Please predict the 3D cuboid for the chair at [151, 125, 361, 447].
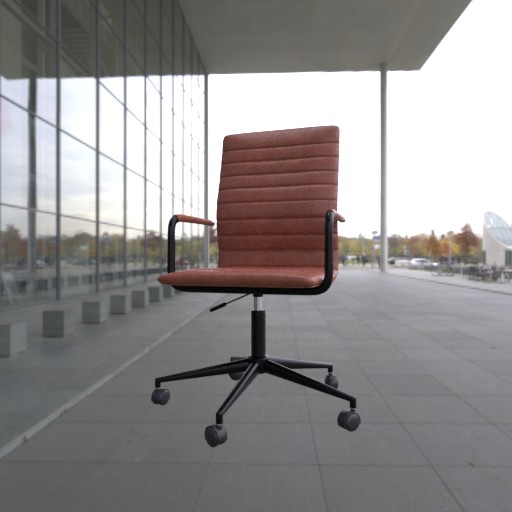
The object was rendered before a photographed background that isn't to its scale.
[{"bbox_3d":[0.000,0.000,1.277,0.600,0.878,0.578,0,0,18],"label":"chair"}]
